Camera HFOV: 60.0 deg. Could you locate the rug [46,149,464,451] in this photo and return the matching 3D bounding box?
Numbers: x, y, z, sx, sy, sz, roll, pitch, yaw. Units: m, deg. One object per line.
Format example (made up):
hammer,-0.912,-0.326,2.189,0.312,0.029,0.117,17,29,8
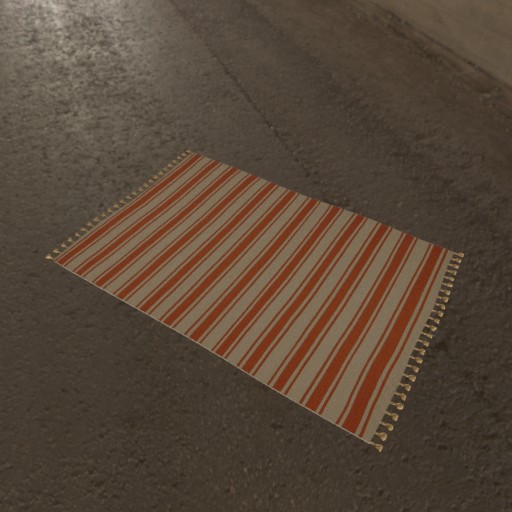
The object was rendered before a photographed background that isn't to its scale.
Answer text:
rug,0.000,0.000,3.020,2.433,0.022,1.556,25,51,22
